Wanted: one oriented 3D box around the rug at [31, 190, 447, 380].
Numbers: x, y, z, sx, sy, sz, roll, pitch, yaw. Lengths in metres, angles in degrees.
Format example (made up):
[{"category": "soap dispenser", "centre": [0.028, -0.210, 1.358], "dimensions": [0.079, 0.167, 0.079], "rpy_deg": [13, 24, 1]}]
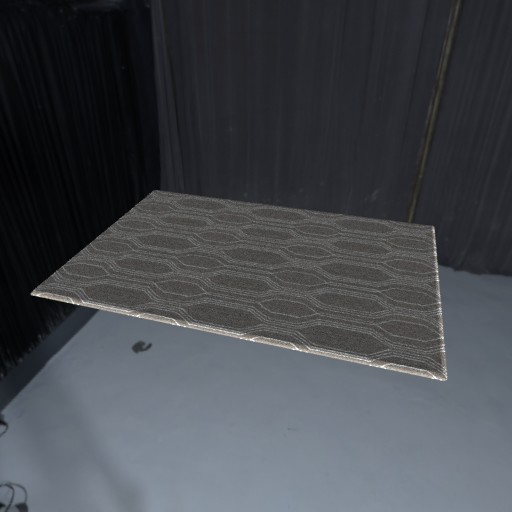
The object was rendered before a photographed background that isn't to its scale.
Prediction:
[{"category": "rug", "centre": [0.000, 0.000, 2.350], "dimensions": [1.836, 0.012, 1.239], "rpy_deg": [9, 33, 14]}]
